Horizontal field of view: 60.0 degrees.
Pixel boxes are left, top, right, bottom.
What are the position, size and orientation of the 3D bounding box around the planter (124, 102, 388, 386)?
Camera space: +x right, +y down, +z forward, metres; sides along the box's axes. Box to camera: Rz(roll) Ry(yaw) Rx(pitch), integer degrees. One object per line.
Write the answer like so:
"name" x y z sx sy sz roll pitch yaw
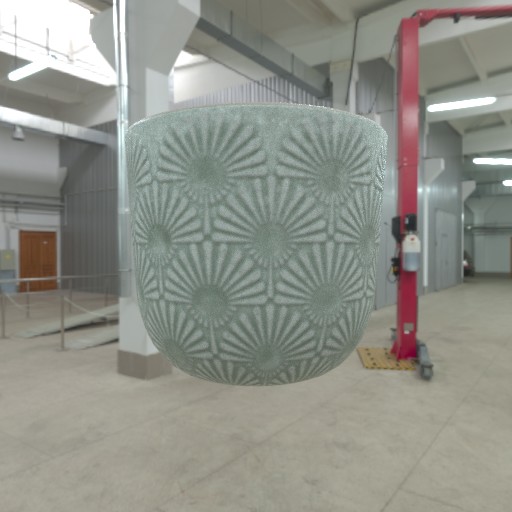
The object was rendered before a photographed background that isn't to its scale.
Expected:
"planter" 0.000 0.000 0.299 0.170 0.152 0.170 0 1 0
